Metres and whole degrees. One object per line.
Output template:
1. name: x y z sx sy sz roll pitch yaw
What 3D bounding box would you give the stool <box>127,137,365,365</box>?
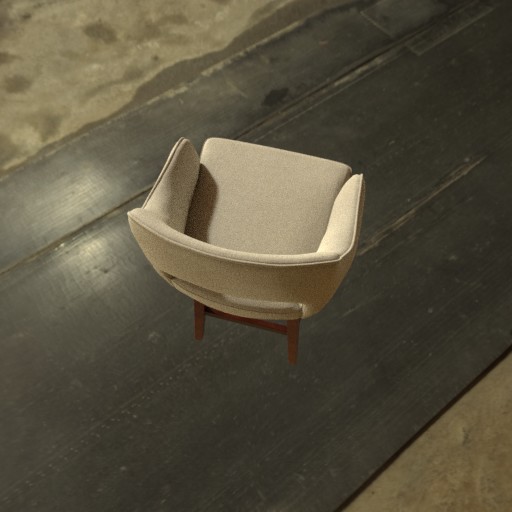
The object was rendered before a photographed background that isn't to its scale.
1. stool: 0.000 0.000 1.407 0.550 1.041 0.560 13 65 6
